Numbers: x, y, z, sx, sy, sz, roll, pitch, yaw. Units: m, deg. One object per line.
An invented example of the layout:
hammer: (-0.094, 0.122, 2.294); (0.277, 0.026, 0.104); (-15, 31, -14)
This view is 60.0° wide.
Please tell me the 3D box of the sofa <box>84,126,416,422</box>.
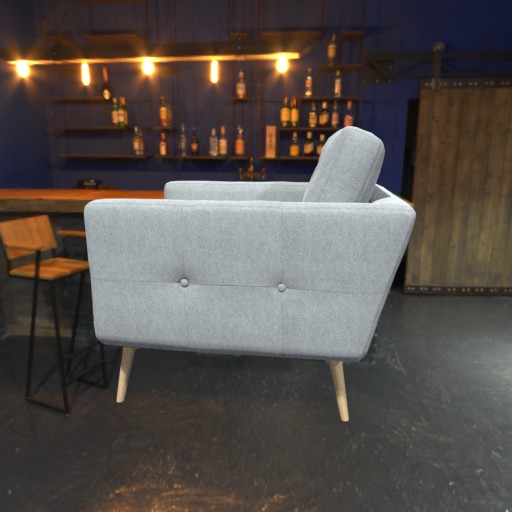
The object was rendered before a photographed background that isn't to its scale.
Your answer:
sofa: (0.000, 0.000, 1.561); (0.920, 0.860, 0.770); (2, 14, 8)
